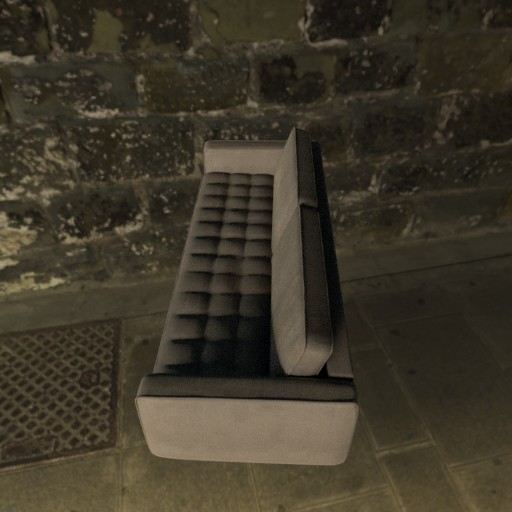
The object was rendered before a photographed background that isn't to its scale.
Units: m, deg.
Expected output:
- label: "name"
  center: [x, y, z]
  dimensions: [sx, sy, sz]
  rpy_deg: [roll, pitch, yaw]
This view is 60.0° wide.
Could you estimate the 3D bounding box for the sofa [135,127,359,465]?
- label: "sofa"
  center: [0.000, 0.000, 2.712]
  dimensions: [0.923, 0.813, 2.295]
  rpy_deg: [2, 41, 2]
